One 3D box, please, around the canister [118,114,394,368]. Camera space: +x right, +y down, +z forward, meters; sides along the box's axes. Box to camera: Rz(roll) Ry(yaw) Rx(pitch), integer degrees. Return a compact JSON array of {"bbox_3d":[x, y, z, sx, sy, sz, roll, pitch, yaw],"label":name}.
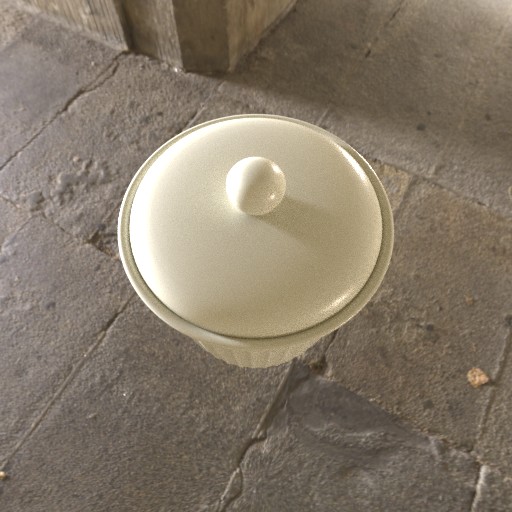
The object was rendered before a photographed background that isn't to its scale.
[{"bbox_3d":[0.000,0.000,0.345,0.181,0.211,0.181,0,63,0],"label":"canister"}]
